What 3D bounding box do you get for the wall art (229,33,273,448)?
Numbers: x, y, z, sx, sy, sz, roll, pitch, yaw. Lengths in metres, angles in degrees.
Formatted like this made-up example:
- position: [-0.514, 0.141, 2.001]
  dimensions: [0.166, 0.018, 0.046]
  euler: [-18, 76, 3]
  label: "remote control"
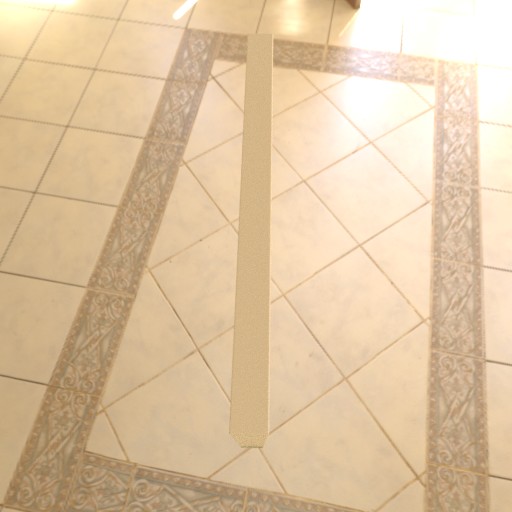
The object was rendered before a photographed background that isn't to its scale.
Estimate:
- position: [0.000, 0.000, 0.781]
  dimensions: [0.042, 0.414, 0.608]
  euler: [1, 65, 1]
  label: "wall art"
